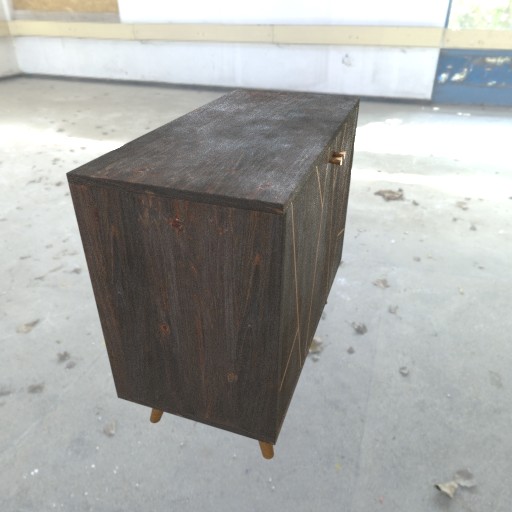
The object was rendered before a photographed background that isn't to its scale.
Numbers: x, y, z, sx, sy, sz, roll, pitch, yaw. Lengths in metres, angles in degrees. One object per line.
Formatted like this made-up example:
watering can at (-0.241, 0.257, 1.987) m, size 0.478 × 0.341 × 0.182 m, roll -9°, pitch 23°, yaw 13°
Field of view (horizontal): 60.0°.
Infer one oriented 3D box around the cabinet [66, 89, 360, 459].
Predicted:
cabinet at (0.000, 0.000, 1.539) m, size 0.529 × 0.897 × 1.023 m, roll 10°, pitch 32°, yaw 16°
